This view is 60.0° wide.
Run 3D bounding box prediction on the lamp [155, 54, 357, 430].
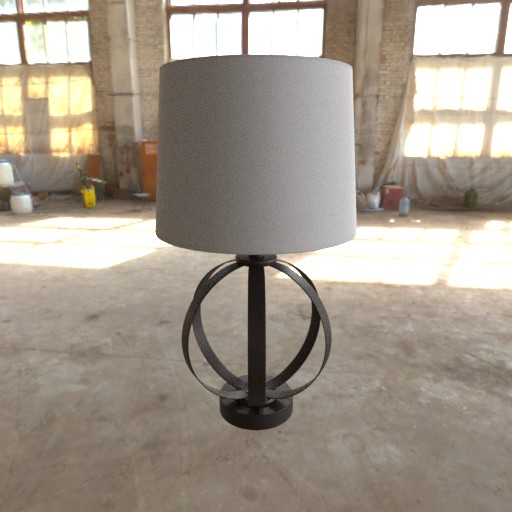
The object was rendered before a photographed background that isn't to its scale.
[{"bbox_3d":[0.000,0.000,0.657,0.286,0.510,0.286,0,15,0],"label":"lamp"}]
